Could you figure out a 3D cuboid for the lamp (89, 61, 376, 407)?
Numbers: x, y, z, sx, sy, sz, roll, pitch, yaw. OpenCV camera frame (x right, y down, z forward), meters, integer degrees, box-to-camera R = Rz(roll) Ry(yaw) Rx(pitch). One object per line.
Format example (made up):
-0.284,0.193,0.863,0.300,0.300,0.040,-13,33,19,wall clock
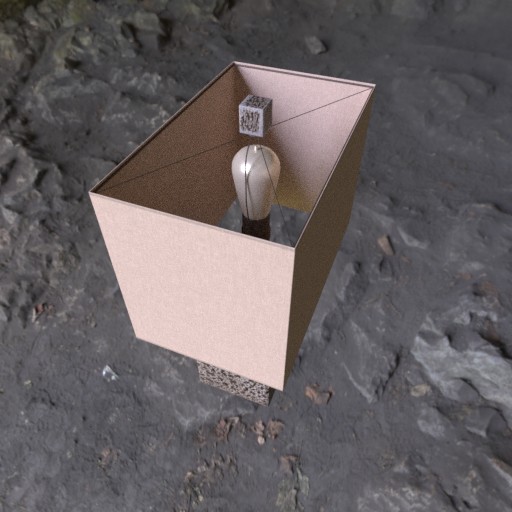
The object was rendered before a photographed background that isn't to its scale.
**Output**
0.000,0.000,0.563,0.180,0.411,0.294,16,47,15,lamp
